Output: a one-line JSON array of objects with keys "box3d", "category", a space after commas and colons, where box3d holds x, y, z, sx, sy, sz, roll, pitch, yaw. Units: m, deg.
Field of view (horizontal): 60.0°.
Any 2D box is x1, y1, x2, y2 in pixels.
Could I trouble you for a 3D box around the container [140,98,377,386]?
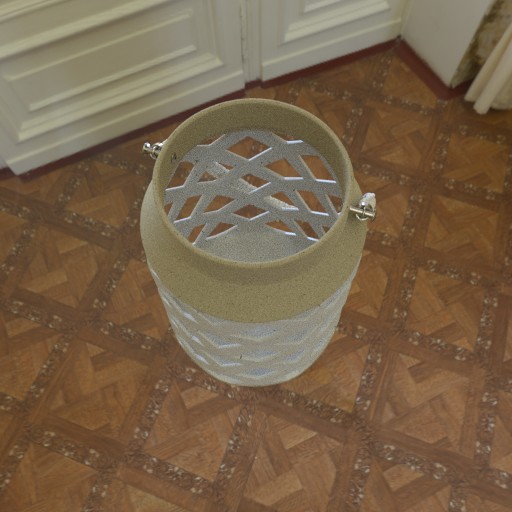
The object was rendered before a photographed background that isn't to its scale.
[{"box3d": [0.000, 0.000, 0.343, 0.163, 0.229, 0.172, 18, 67, 8], "category": "container"}]
